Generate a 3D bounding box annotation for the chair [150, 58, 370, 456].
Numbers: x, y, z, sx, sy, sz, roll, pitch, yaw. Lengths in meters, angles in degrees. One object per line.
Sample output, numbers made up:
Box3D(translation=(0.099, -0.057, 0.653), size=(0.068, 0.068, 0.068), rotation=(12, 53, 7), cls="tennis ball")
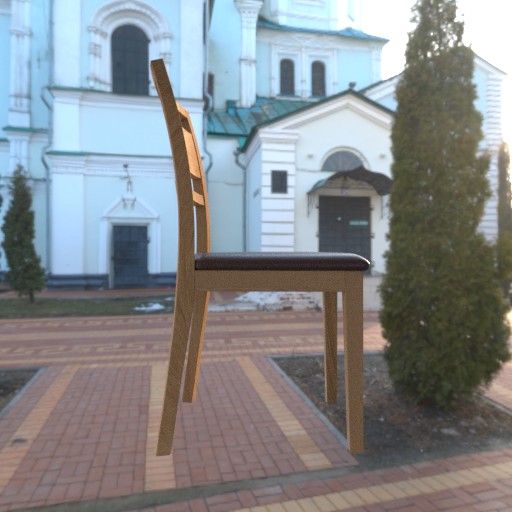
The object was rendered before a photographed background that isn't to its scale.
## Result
Box3D(translation=(0.000, 0.000, 1.245), size=(0.545, 0.940, 0.420), rotation=(0, 0, 0), cls="chair")
